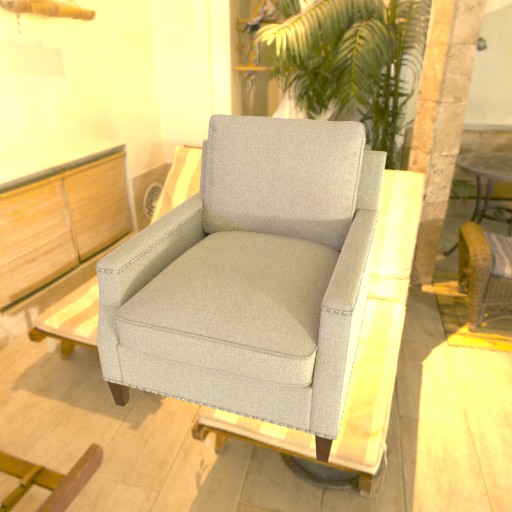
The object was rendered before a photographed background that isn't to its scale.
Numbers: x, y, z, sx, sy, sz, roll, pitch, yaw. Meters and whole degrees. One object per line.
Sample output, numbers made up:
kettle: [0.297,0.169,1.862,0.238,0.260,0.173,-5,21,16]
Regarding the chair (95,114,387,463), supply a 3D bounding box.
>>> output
chair: [0.000,0.000,1.730,0.853,0.943,1.014,8,27,17]
